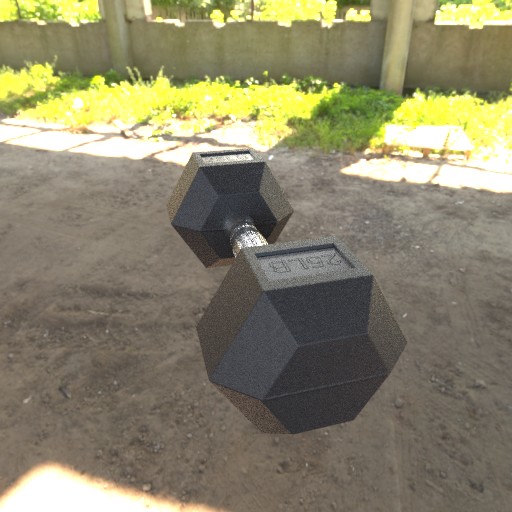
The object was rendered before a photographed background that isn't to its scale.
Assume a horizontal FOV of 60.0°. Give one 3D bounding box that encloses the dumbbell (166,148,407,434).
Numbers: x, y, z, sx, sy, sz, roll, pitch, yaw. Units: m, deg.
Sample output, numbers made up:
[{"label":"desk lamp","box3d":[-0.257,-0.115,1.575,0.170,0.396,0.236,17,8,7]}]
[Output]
[{"label":"dumbbell","box3d":[0.000,0.000,0.385,0.129,0.113,0.315,-8,30,-13]}]
